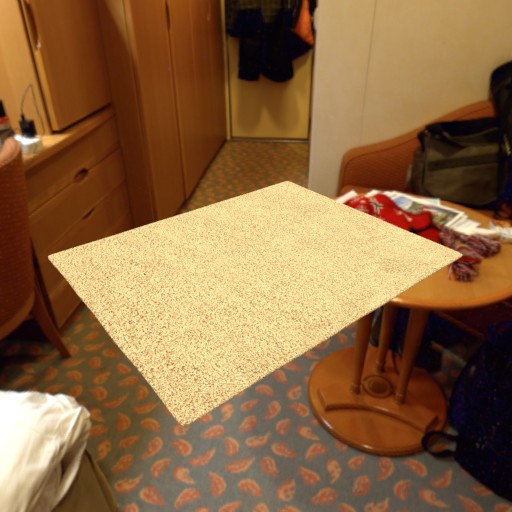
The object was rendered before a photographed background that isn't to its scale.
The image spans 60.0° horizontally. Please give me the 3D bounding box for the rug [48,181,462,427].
[{"bbox_3d":[0.000,0.000,4.151,3.047,0.029,2.438,-23,38,-33],"label":"rug"}]
